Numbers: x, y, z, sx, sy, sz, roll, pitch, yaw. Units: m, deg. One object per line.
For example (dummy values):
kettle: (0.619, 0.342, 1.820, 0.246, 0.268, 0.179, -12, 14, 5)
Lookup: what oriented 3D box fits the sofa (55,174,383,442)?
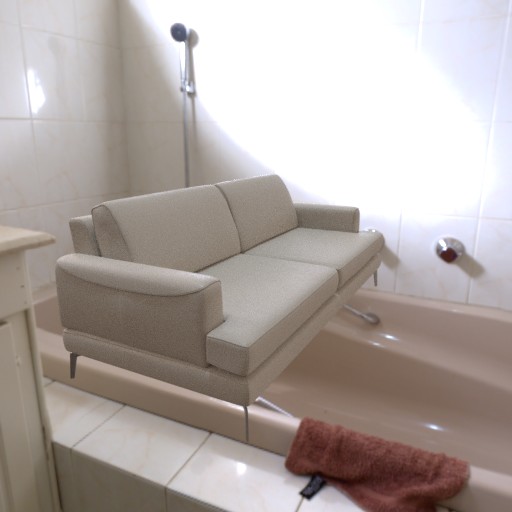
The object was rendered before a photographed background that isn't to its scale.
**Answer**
sofa: (0.000, 0.000, 2.442, 0.974, 0.765, 1.940, 8, 17, 27)
